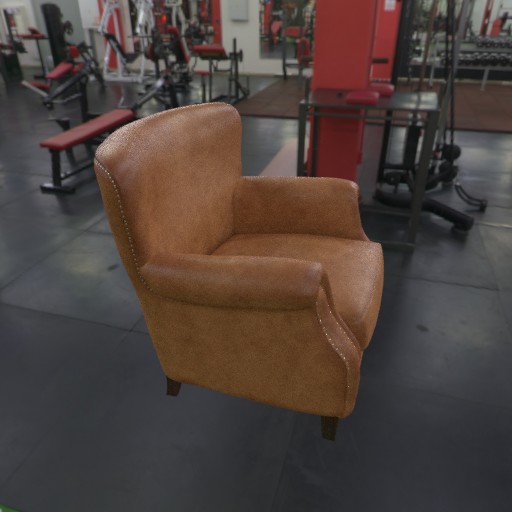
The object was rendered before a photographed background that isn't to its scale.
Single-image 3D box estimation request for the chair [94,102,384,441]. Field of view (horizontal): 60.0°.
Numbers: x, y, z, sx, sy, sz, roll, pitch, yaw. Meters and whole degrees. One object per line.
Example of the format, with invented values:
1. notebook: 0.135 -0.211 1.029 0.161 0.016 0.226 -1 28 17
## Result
1. chair: 0.000 0.000 1.626 0.921 0.936 0.861 10 31 17
